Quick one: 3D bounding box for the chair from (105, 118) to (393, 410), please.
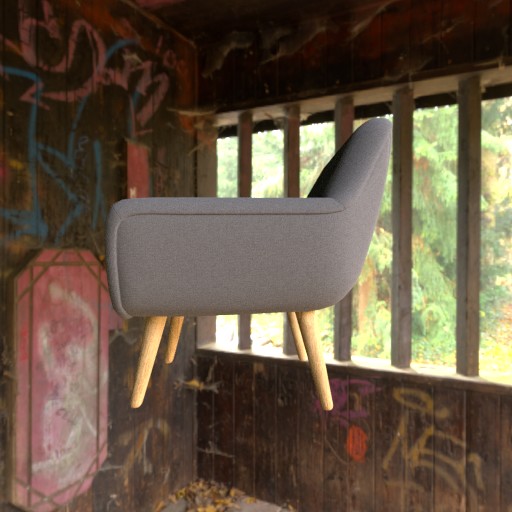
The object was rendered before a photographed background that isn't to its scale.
[{"bbox_3d":[0.000,0.000,1.418,0.779,0.800,0.770,0,0,-1],"label":"chair"}]
